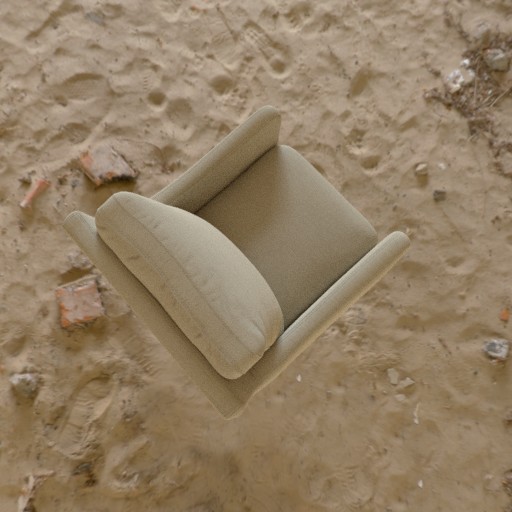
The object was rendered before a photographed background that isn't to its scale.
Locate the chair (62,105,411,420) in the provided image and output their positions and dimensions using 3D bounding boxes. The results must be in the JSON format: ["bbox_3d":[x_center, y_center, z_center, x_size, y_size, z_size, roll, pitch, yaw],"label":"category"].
[{"bbox_3d":[0.000,0.000,1.398,0.694,0.914,0.626,-42,80,-9],"label":"chair"}]
